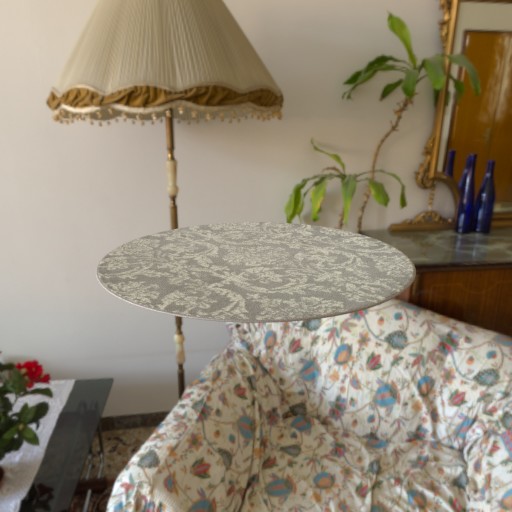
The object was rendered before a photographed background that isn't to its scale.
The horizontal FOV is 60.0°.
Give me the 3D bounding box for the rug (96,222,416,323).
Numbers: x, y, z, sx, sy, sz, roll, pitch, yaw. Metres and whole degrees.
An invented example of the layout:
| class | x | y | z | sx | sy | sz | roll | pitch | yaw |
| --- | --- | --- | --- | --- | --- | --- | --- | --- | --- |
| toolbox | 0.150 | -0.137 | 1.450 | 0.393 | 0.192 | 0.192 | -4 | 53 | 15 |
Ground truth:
| class | x | y | z | sx | sy | sz | roll | pitch | yaw |
| --- | --- | --- | --- | --- | --- | --- | --- | --- | --- |
| rug | 0.000 | 0.000 | 2.333 | 1.593 | 0.012 | 1.593 | 0 | 17 | 0 |
